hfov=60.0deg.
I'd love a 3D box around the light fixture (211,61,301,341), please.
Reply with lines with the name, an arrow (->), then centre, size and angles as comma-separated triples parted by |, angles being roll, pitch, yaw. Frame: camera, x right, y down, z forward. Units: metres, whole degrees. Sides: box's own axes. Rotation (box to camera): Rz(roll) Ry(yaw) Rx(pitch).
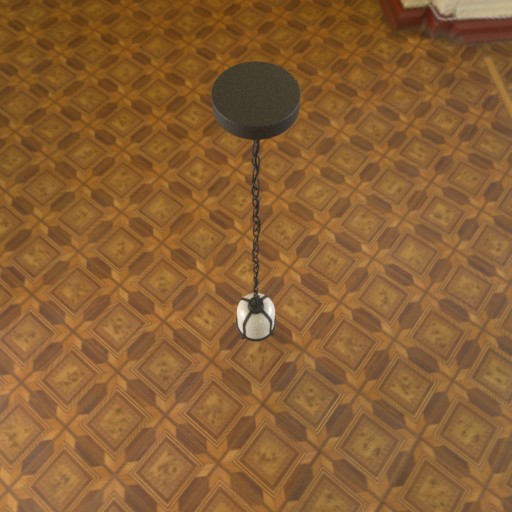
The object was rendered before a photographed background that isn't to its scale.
light fixture -> 0.000, 0.000, 1.244 | 0.178, 1.181, 0.178 | 35, 68, 16
